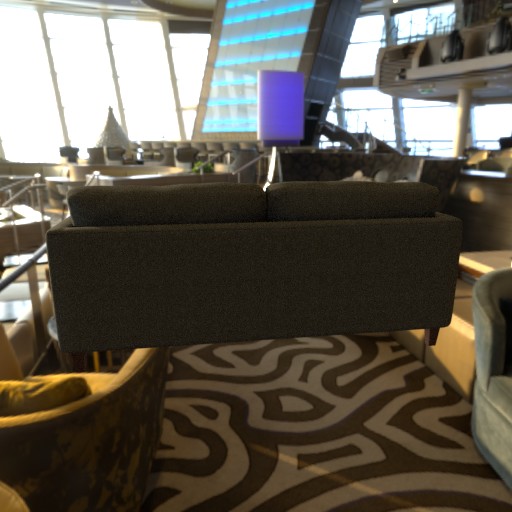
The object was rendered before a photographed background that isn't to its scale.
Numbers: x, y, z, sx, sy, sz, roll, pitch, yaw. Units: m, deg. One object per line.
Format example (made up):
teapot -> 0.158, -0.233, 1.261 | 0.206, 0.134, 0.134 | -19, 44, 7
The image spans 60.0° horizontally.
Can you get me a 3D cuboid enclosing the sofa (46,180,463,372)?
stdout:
sofa -> 0.000, 0.000, 2.780 | 2.208, 0.965, 0.948 | -2, 15, -9
